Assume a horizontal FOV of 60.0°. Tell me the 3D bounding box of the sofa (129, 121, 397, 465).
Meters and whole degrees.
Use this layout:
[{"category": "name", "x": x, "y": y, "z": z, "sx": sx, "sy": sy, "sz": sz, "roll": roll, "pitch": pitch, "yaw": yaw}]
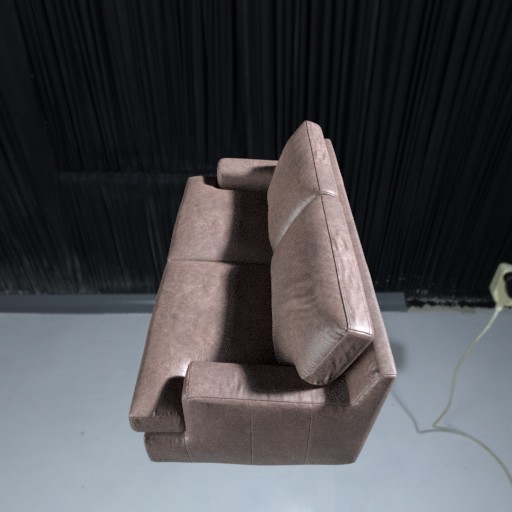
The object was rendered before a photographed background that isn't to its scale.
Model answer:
[{"category": "sofa", "x": 0.000, "y": 0.000, "z": 2.756, "sx": 1.143, "sy": 0.941, "sz": 2.261, "roll": 0, "pitch": 39, "yaw": 0}]
